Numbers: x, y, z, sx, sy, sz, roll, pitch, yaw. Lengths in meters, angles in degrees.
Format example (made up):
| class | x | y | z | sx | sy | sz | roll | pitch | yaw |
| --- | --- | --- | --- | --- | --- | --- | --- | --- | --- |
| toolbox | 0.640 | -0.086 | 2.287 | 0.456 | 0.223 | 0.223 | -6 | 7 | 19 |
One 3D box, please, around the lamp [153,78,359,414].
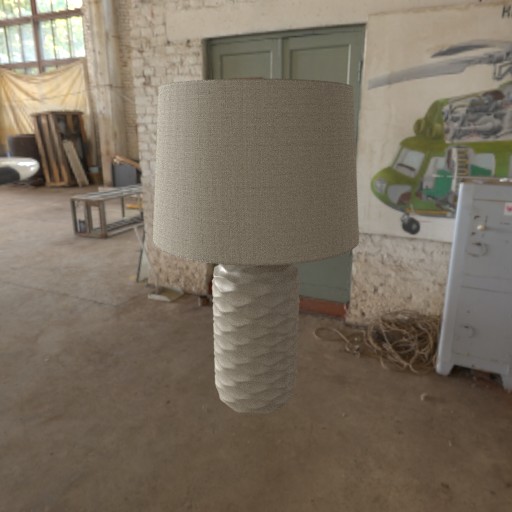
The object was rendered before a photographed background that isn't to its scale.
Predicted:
| class | x | y | z | sx | sy | sz | roll | pitch | yaw |
| --- | --- | --- | --- | --- | --- | --- | --- | --- | --- |
| lamp | 0.000 | 0.000 | 0.838 | 0.376 | 0.594 | 0.376 | 0 | 16 | 0 |
